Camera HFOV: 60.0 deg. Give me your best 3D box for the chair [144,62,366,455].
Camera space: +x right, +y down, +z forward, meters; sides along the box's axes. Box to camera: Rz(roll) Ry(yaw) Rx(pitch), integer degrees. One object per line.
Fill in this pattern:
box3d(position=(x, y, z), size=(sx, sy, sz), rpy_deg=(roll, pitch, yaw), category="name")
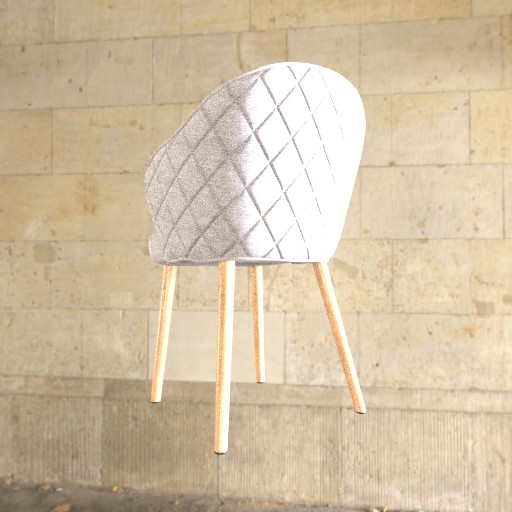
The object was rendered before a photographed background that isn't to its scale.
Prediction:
box3d(position=(0.000, 0.000, 1.154), size=(0.540, 0.800, 0.530), rpy_deg=(1, -2, -36), category="chair")
